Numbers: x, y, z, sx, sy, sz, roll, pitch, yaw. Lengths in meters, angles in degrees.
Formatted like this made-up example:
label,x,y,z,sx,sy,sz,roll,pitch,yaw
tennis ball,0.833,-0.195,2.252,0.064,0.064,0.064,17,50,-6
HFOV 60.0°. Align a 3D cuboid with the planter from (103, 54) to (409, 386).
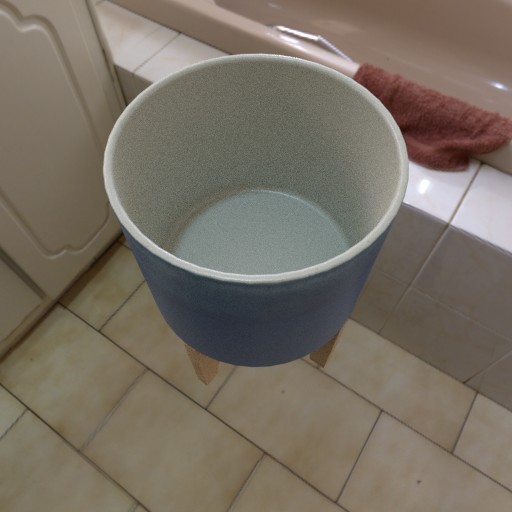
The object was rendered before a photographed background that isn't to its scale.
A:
label,x,y,z,sx,sy,sz,roll,pitch,yaw
planter,0.000,0.000,0.540,0.261,0.367,0.261,0,59,0
